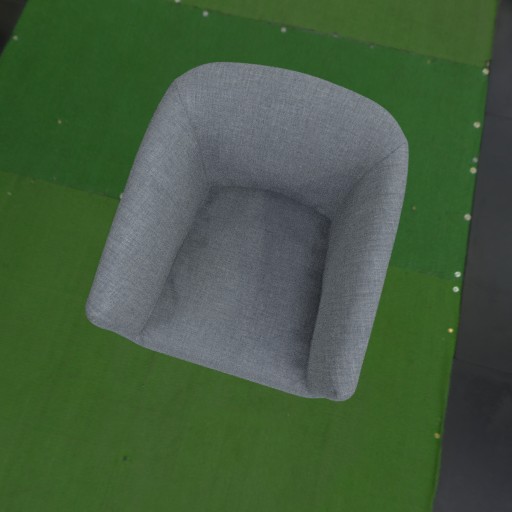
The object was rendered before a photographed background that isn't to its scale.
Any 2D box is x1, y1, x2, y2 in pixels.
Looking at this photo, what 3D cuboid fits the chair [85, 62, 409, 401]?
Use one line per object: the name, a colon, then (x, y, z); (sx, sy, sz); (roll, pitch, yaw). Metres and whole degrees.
chair: (0.000, 0.000, 1.261); (0.600, 0.771, 0.668); (16, 76, 4)
